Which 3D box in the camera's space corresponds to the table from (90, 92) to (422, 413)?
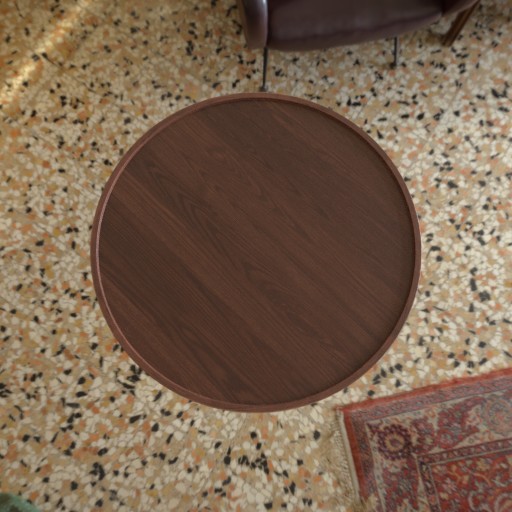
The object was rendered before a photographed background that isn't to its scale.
[{"bbox_3d":[0.000,0.000,1.247,0.800,0.360,0.800,0,77,0],"label":"table"}]
